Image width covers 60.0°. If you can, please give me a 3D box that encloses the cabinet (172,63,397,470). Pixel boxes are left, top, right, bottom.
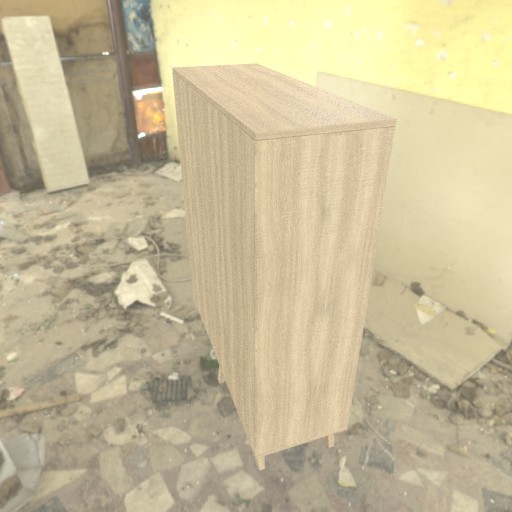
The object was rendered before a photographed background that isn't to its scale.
[{"bbox_3d":[0.000,0.000,1.916,0.398,1.388,1.111,-10,32,-16],"label":"cabinet"}]
